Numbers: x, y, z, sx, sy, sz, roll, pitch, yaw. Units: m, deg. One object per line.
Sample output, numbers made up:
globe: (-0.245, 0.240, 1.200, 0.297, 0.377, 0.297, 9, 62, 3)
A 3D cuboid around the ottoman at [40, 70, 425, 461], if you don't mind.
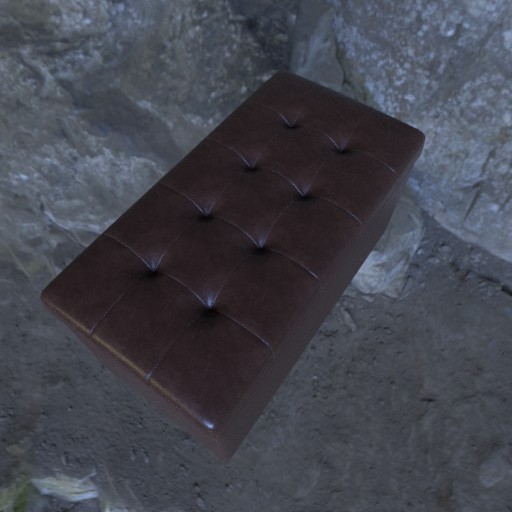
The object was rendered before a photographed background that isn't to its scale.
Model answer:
ottoman: (0.000, 0.000, 1.121, 0.432, 0.470, 0.838, 31, 64, 18)
